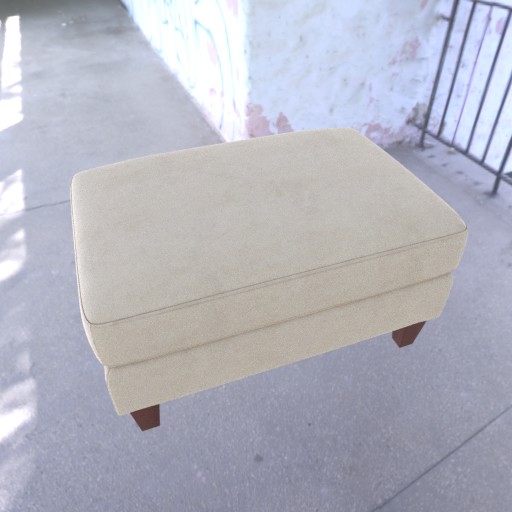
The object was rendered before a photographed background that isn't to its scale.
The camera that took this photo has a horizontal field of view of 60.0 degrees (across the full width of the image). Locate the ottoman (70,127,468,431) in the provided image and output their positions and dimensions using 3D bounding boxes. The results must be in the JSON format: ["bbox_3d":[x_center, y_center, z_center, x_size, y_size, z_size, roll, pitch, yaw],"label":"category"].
[{"bbox_3d":[0.000,0.000,1.194,0.864,0.483,0.584,-13,43,-15],"label":"ottoman"}]
